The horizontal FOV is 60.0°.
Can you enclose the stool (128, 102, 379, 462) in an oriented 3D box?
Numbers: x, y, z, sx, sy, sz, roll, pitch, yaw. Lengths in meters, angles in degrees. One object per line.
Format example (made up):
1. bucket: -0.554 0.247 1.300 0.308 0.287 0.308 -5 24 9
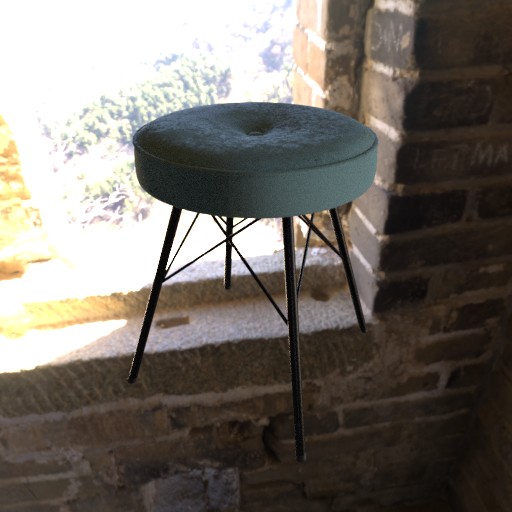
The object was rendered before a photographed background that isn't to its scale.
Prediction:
1. stool: 0.000 0.000 0.872 0.457 0.519 0.458 21 36 31
